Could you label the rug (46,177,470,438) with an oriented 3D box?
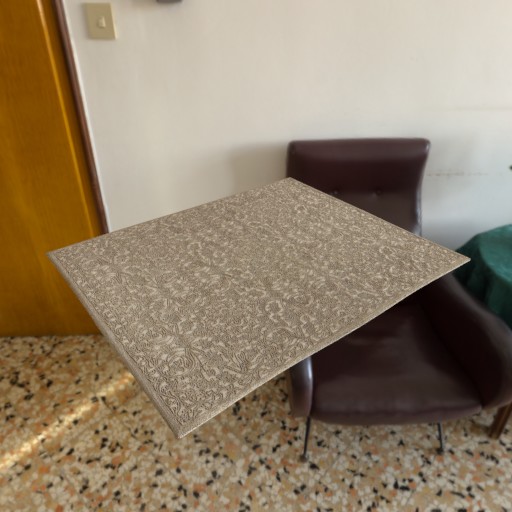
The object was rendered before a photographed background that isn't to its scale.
[{"bbox_3d":[0.000,0.000,4.049,3.017,0.035,2.472,-22,38,-31],"label":"rug"}]
